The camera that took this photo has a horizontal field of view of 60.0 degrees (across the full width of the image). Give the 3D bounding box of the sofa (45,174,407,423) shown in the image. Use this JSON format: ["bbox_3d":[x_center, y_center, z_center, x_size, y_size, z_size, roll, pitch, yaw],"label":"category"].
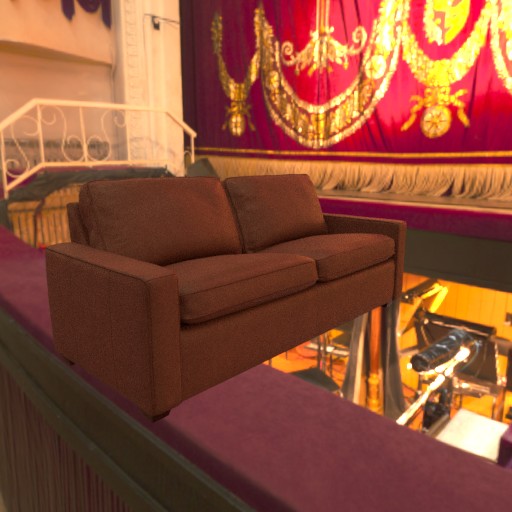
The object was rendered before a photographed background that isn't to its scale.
[{"bbox_3d":[0.000,0.000,2.591,0.940,0.919,2.080,11,17,42],"label":"sofa"}]
